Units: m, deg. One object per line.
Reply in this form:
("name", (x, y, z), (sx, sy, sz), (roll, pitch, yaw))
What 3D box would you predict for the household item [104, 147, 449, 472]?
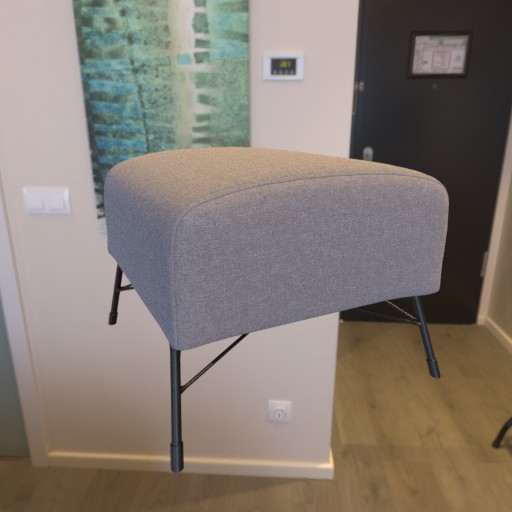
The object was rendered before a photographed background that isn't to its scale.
("household item", (0.000, 0.000, 0.894), (0.530, 0.410, 0.530), (-9, 20, -26))
